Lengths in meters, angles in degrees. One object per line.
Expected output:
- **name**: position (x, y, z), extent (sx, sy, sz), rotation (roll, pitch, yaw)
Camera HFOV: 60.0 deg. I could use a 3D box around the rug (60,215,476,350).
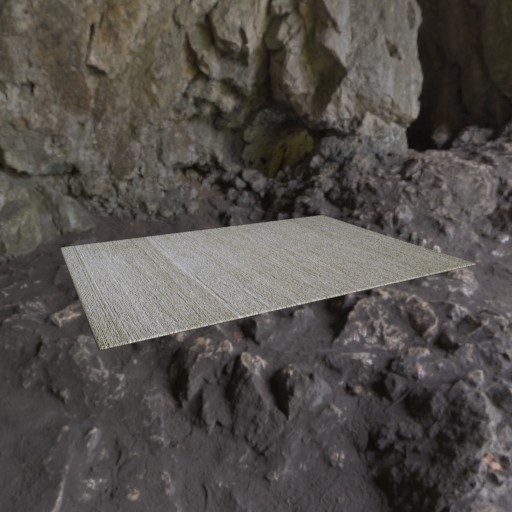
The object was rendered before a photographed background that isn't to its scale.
- **rug**: position (0.000, 0.000, 2.944), extent (2.270, 0.017, 1.606), rotation (-9, 20, -27)
